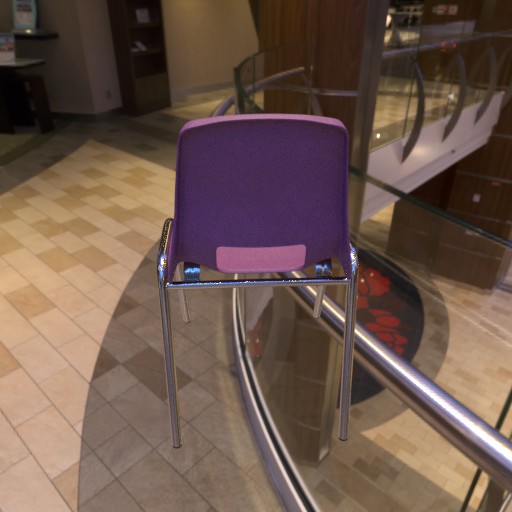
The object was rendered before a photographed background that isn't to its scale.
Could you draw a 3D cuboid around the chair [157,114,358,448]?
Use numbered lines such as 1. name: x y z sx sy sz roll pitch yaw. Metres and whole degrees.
1. chair: 0.000 0.000 0.895 0.381 0.654 0.432 -1 30 -3
